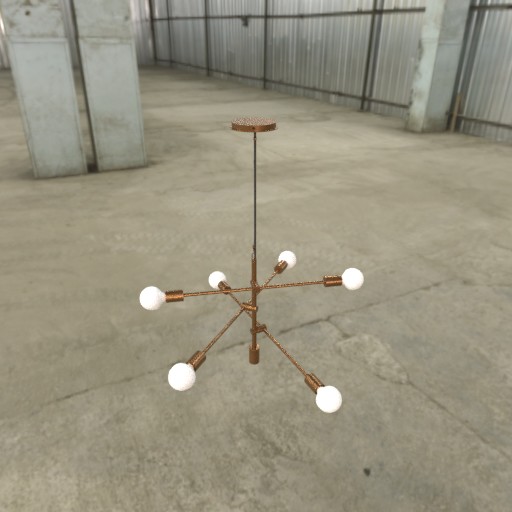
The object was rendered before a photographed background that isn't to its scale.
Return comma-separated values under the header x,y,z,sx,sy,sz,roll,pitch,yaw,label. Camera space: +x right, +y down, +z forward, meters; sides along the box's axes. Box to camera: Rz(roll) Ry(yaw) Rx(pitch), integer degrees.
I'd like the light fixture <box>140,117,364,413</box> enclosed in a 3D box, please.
x,y,z,sx,sy,sz,roll,pitch,yaw,label
0.000,0.000,1.266,0.637,0.744,0.682,0,27,0,light fixture
